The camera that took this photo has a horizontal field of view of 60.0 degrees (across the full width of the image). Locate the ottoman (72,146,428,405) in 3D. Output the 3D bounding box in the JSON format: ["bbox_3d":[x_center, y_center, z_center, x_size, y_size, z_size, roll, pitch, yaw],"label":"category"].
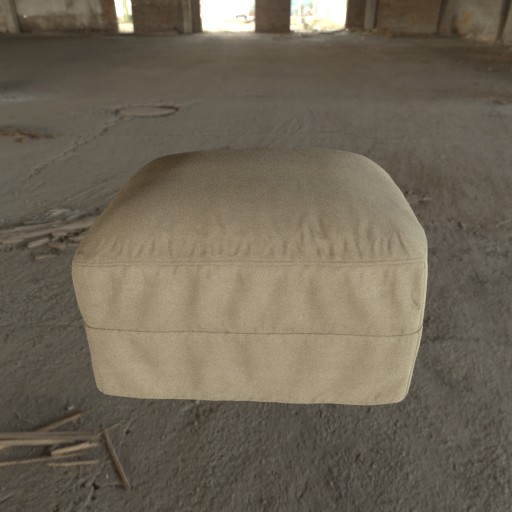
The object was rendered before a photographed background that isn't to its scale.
[{"bbox_3d":[0.000,0.000,1.091,0.712,0.480,0.584,1,29,3],"label":"ottoman"}]
